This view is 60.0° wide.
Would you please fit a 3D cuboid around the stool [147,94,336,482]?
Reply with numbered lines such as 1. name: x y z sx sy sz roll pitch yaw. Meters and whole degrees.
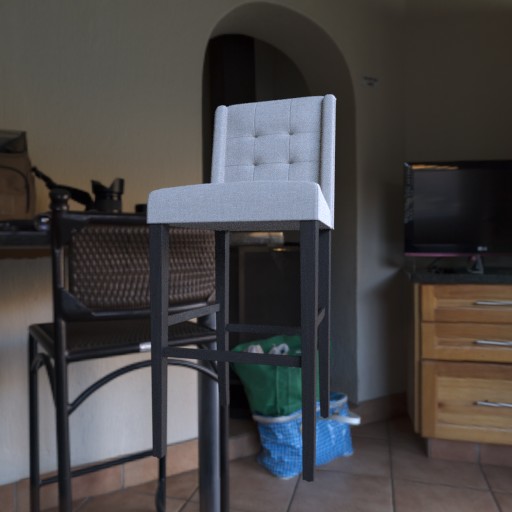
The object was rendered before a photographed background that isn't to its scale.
1. stool: 0.000 0.000 1.383 0.474 1.116 0.509 0 1 17
